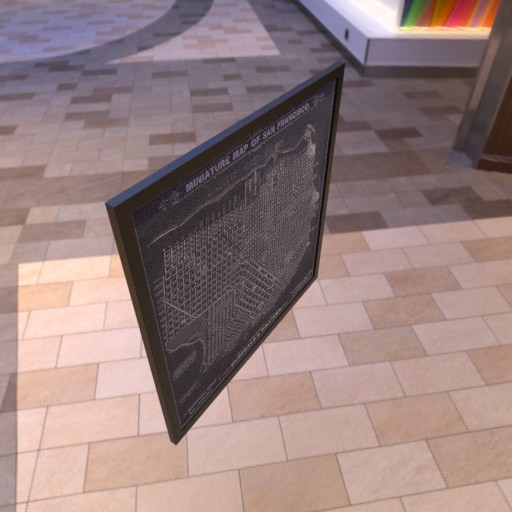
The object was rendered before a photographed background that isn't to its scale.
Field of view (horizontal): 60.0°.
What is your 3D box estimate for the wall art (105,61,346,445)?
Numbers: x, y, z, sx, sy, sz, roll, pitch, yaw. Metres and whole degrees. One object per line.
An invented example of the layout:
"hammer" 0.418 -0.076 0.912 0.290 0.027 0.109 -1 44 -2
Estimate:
"wall art" 0.000 0.000 1.212 0.022 0.807 0.807 25 47 25
